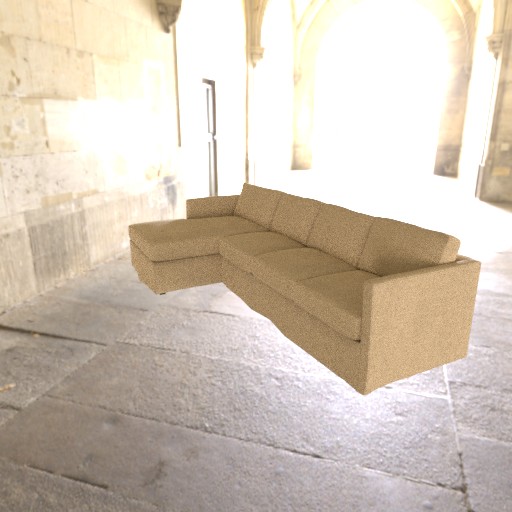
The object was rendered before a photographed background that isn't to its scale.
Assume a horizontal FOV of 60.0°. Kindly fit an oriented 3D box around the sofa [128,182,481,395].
[{"bbox_3d":[0.000,0.000,3.928,1.650,0.922,3.205,-9,19,-26],"label":"sofa"}]
